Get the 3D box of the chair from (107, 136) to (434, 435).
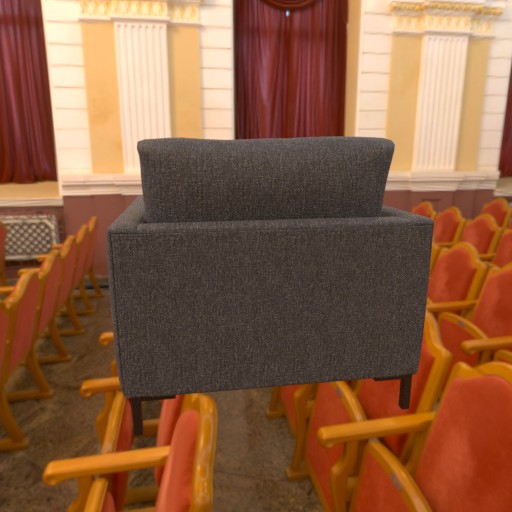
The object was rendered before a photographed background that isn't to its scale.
[{"bbox_3d":[0.000,0.000,1.680,0.963,0.861,0.866,-2,14,-9],"label":"chair"}]
